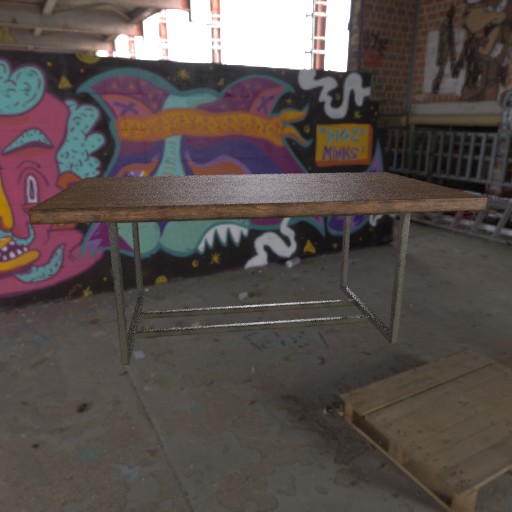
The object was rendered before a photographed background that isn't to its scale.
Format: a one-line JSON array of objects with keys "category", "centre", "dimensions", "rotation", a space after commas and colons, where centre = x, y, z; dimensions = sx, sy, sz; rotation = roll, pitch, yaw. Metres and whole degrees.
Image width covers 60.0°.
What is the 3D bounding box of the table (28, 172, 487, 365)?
[{"category": "table", "centre": [0.000, 0.000, 2.516], "dimensions": [1.989, 0.795, 1.078], "rotation": [-3, 17, -8]}]
